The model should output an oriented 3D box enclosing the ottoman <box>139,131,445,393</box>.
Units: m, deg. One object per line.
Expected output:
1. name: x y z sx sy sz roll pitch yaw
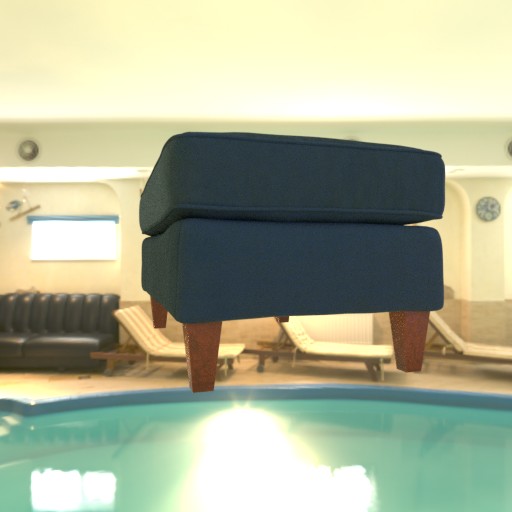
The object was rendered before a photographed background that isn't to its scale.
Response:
1. ottoman: 0.000 0.000 1.217 0.583 0.484 0.862 0 0 -18
